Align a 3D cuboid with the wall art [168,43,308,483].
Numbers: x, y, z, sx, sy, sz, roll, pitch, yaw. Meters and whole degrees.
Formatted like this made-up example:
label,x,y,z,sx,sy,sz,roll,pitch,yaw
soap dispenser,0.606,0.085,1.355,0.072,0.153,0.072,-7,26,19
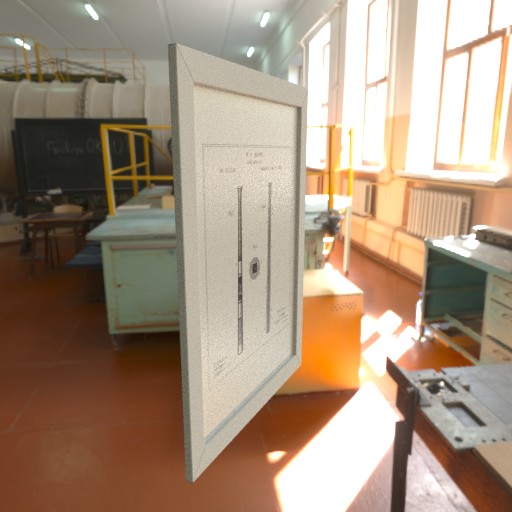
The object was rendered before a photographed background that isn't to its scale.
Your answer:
label,x,y,z,sx,sy,sz,roll,pitch,yaw
wall art,0.000,0.000,0.679,0.012,0.529,0.374,7,15,27
